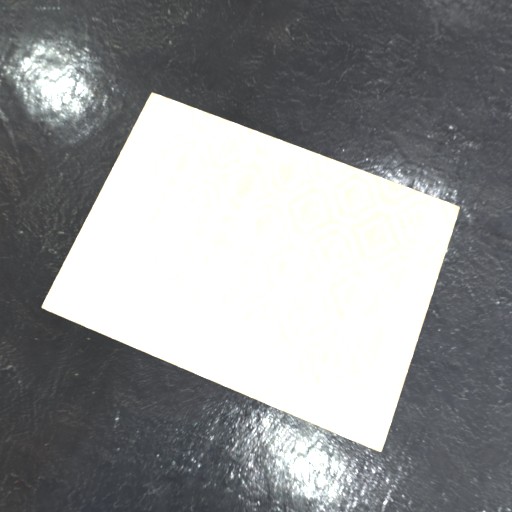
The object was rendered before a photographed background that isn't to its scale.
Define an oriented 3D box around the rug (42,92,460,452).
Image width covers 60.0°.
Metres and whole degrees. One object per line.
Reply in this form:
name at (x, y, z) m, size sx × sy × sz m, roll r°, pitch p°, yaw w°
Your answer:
rug at (0.000, 0.000, 4.256) m, size 3.353 × 0.010 × 2.438 m, roll 22°, pitch 78°, yaw 5°
